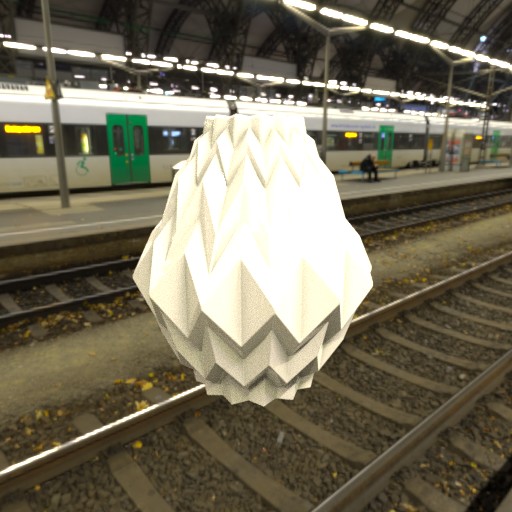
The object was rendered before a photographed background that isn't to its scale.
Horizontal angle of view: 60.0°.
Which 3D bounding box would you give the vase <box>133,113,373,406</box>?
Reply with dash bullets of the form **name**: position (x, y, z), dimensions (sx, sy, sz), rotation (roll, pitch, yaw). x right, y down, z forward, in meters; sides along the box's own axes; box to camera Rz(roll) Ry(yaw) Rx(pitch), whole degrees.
- **vase**: position (0.000, 0.000, 0.308), dimensions (0.164, 0.185, 0.164), rotation (0, 14, 0)
